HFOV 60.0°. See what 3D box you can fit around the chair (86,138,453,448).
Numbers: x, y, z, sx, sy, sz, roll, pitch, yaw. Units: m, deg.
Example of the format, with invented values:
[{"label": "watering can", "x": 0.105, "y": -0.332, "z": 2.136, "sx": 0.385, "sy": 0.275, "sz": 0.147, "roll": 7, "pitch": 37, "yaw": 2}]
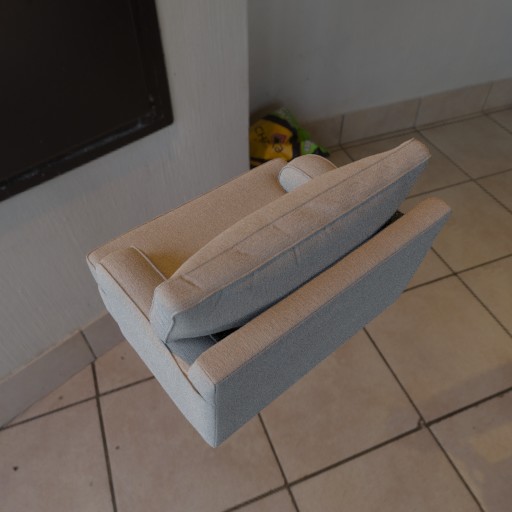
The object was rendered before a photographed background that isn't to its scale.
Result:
[{"label": "chair", "x": 0.000, "y": 0.000, "z": 1.983, "sx": 1.220, "sy": 1.016, "sz": 1.041, "roll": -32, "pitch": 55, "yaw": -26}]
